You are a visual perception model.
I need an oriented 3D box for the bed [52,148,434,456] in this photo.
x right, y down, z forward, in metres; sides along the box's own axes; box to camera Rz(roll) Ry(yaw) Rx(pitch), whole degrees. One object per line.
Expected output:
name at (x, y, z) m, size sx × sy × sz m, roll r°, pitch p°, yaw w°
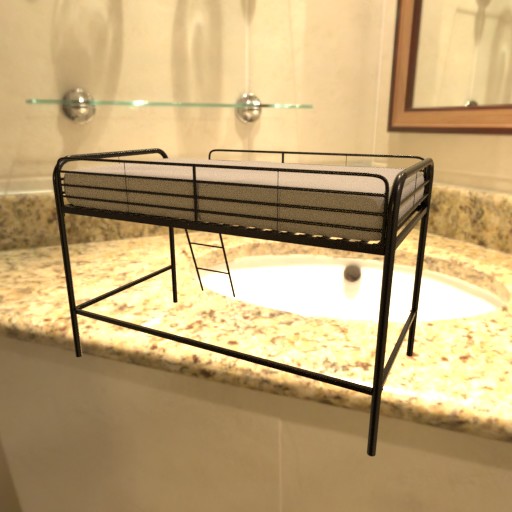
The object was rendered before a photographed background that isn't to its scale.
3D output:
bed at (0.000, 0.000, 2.878) m, size 1.968 × 1.289 × 1.393 m, roll 9°, pitch 19°, yaw 26°
